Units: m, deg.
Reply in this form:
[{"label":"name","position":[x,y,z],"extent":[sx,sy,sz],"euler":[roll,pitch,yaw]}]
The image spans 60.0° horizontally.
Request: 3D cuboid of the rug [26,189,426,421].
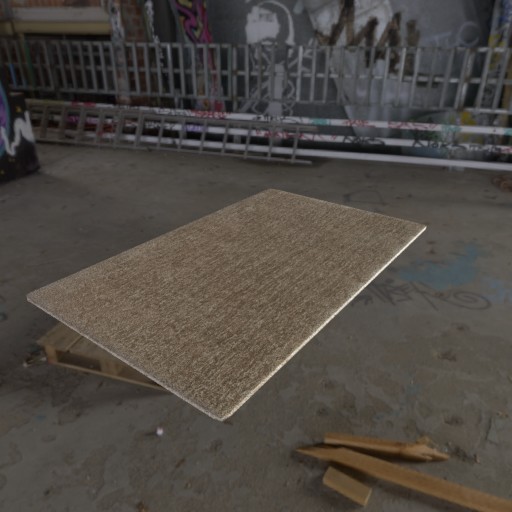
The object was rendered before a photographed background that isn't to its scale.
[{"label":"rug","position":[0.000,0.000,3.046],"extent":[1.539,0.024,2.469],"euler":[19,33,33]}]
